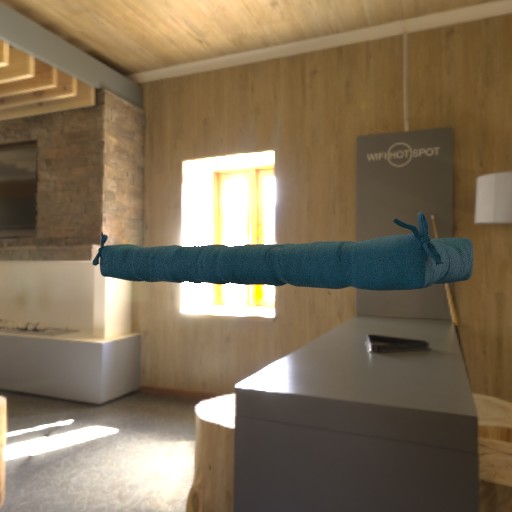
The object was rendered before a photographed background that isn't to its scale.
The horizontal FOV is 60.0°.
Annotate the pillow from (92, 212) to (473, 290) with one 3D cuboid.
[{"bbox_3d":[0.000,0.000,1.364,1.194,0.174,0.511,-1,-1,37],"label":"pillow"}]
